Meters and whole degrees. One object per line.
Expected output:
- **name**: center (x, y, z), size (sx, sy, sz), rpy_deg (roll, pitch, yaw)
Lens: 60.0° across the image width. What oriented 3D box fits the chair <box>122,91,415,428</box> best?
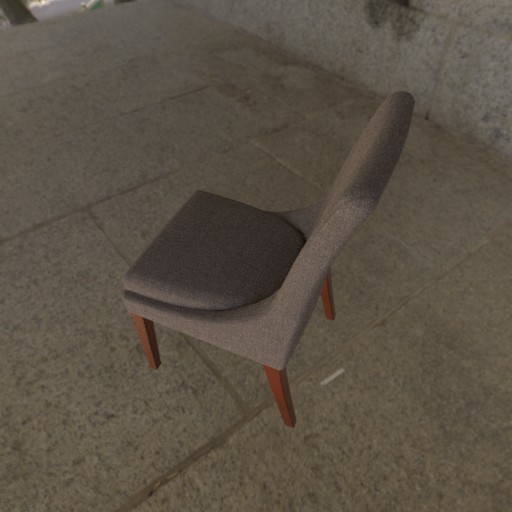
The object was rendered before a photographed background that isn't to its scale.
- **chair**: center (0.000, 0.000, 1.319), size (0.655, 0.952, 0.508), rpy_deg (17, 48, 16)
